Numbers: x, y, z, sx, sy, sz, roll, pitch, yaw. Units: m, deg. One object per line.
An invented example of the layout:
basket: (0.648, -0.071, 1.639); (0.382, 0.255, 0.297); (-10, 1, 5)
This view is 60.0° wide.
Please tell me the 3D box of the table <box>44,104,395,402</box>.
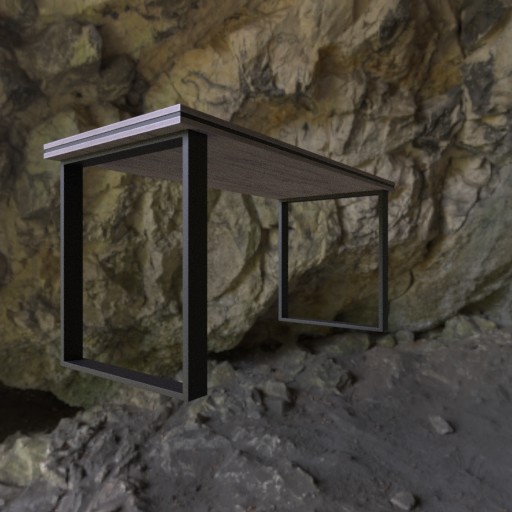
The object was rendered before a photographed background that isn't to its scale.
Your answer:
table: (0.000, 0.000, 2.252); (0.795, 0.899, 1.778); (0, 0, 37)
